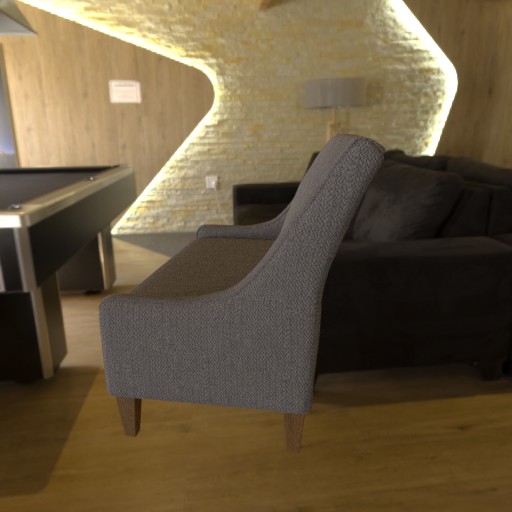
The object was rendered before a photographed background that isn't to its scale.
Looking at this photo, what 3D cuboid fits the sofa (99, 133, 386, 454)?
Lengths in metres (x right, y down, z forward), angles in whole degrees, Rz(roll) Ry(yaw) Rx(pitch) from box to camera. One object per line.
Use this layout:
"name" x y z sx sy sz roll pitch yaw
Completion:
"sofa" 0.000 0.000 1.921 0.873 1.022 1.242 2 16 8
